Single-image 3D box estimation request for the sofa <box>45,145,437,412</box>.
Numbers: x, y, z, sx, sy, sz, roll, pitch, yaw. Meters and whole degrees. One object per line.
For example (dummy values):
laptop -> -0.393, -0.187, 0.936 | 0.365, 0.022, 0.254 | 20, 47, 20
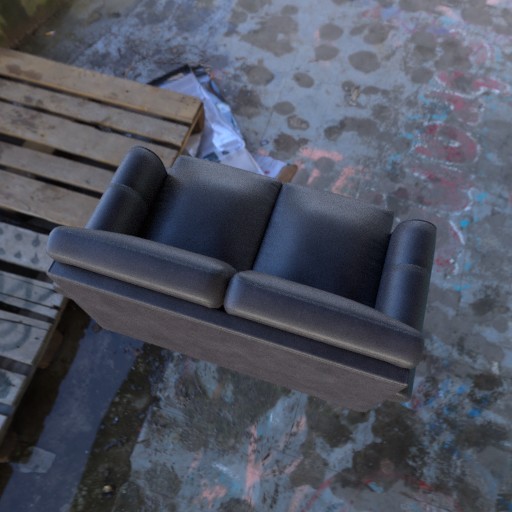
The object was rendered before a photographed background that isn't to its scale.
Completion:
sofa -> 0.000, 0.000, 2.260 | 1.663, 0.979, 1.030 | 16, 65, 8
